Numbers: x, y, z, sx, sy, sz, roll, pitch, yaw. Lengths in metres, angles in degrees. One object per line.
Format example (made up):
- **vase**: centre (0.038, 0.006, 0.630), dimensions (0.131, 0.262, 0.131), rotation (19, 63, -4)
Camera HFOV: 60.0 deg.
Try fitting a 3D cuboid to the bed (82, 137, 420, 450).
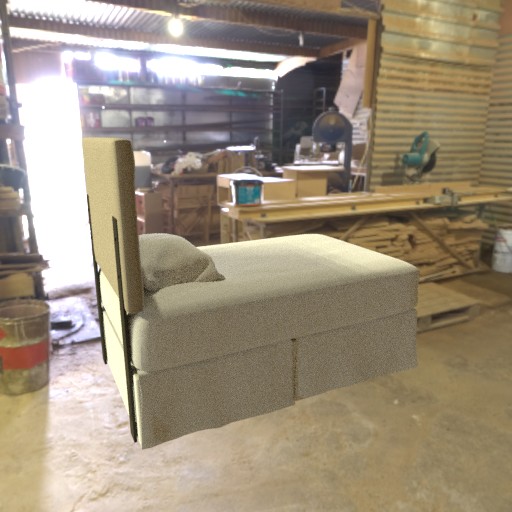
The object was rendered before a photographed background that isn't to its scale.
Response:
- **bed**: centre (0.000, 0.000, 3.030), dimensions (1.997, 1.571, 1.261), rotation (-8, 17, -26)
